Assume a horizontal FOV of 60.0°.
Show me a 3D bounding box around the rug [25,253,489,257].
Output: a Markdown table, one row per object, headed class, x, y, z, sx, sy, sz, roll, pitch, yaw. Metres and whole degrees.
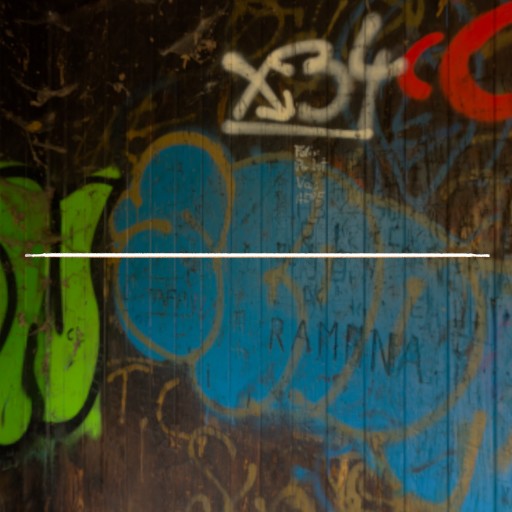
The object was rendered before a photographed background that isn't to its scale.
| class | x | y | z | sx | sy | sz | roll | pitch | yaw |
| --- | --- | --- | --- | --- | --- | --- | --- | --- | --- |
| rug | 0.000 | 0.000 | 2.362 | 1.872 | 0.013 | 1.243 | 0 | 0 | -2 |
